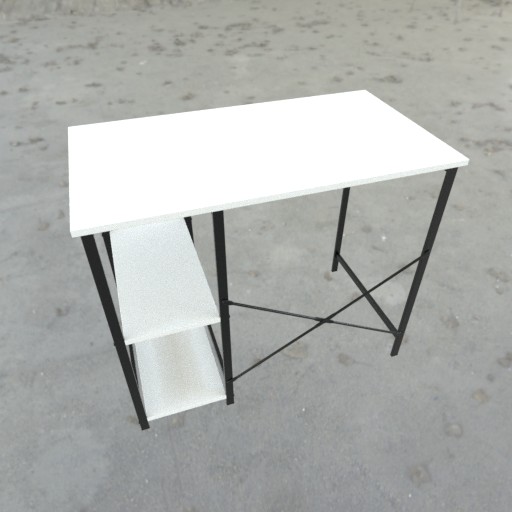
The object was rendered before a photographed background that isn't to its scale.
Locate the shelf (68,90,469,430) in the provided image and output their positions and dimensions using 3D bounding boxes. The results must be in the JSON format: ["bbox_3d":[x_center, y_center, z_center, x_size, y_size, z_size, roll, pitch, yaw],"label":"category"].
[{"bbox_3d":[0.000,0.000,1.362,0.902,0.750,0.498,-12,41,-14],"label":"shelf"}]
